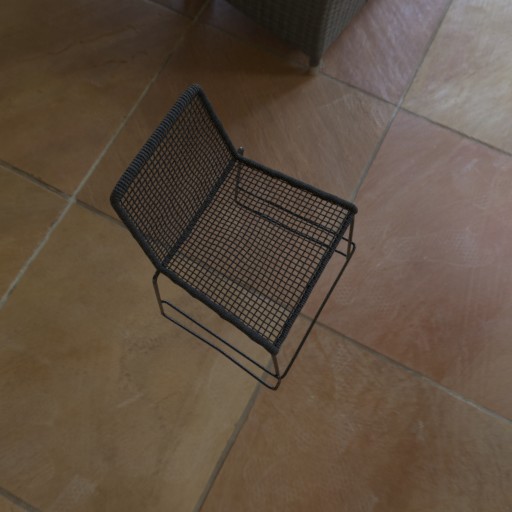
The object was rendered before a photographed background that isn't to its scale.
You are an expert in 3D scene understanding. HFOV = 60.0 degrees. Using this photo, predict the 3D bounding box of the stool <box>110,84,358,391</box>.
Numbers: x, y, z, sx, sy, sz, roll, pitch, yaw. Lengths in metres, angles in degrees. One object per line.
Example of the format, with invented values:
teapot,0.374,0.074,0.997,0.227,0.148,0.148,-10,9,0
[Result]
stool,0.000,0.000,1.266,0.509,0.905,0.590,30,76,8
